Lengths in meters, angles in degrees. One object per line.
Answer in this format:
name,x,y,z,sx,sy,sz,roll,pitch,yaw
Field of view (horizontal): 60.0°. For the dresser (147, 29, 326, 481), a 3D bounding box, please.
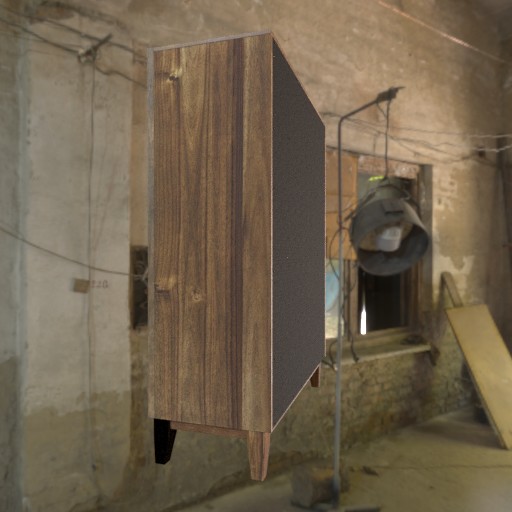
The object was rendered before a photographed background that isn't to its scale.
dresser,0.000,0.000,1.927,0.442,1.393,1.062,0,0,18
